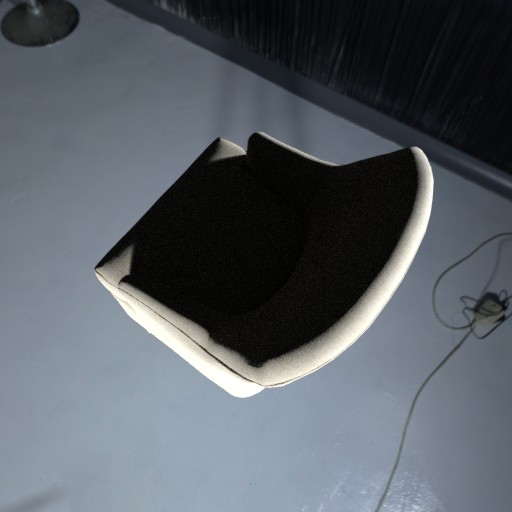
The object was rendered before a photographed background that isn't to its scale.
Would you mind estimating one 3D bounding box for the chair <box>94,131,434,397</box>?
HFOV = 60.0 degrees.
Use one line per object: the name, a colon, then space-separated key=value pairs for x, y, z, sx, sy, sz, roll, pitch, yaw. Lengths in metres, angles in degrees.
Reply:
chair: x=0.000 y=0.000 z=1.602 sx=0.923 sy=0.856 sz=0.864 roll=31 pitch=67 yaw=15
